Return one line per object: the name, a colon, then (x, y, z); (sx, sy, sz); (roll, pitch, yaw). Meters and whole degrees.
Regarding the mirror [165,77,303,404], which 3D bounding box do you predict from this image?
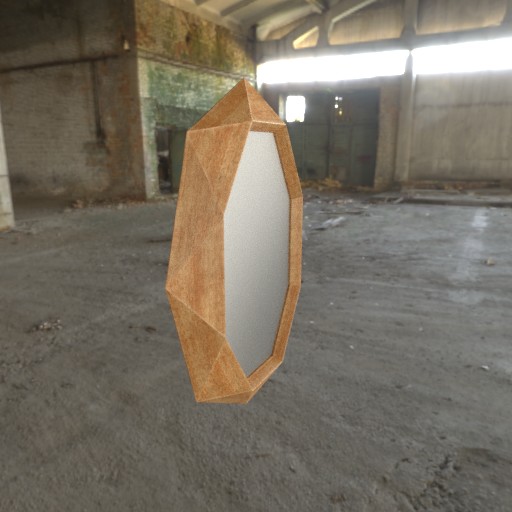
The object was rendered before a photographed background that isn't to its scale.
mirror: (0.000, 0.000, 1.018); (0.070, 0.774, 0.577); (7, 15, 27)
